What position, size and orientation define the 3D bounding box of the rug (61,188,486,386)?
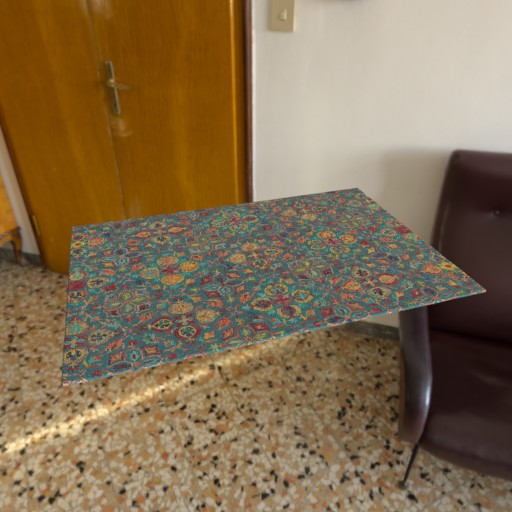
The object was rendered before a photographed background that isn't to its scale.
[{"bbox_3d":[0.000,0.000,2.289,1.836,0.014,1.216,-10,34,-15],"label":"rug"}]
